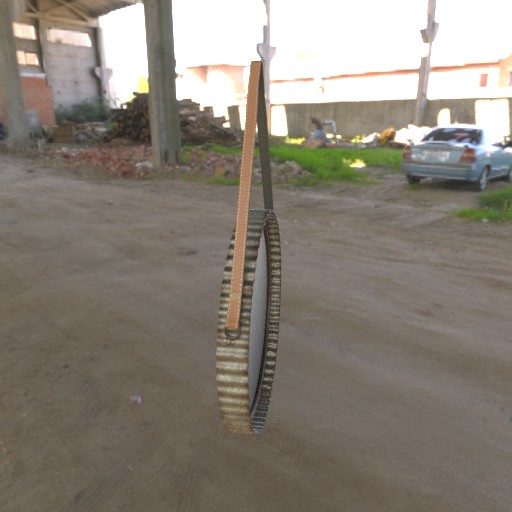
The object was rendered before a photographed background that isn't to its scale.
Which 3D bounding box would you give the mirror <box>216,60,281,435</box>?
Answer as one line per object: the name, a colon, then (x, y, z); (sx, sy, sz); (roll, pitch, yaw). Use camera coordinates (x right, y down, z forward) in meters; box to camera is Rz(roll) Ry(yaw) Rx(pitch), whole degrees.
mirror: (0.000, 0.000, 0.696); (0.042, 0.568, 0.355); (3, 17, 9)
